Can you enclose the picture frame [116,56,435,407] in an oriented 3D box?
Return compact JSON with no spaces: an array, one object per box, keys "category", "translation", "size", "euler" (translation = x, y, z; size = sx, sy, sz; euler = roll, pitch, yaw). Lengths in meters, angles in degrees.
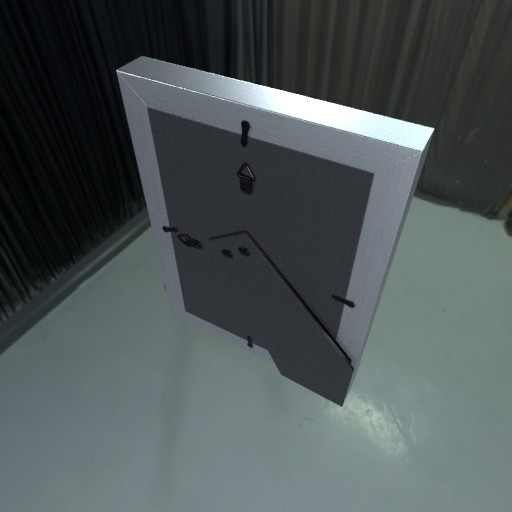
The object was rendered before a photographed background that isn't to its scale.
[{"category":"picture frame","translation":[0.000,0.000,0.280],"size":[0.157,0.208,0.028],"euler":[22,50,20]}]
